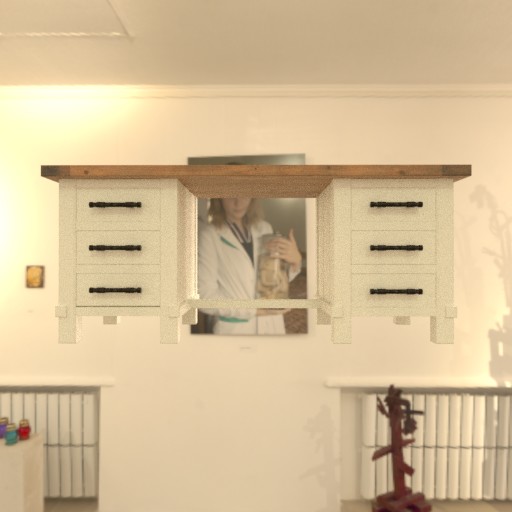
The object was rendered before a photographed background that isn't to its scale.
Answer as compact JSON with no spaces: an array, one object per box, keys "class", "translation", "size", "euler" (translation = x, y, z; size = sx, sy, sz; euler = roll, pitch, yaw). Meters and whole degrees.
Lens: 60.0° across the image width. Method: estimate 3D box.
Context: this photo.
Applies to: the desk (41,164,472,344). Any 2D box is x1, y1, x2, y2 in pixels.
[{"class":"desk","translation":[0.000,0.000,2.199],"size":[1.803,0.760,0.688],"euler":[0,0,0]}]
